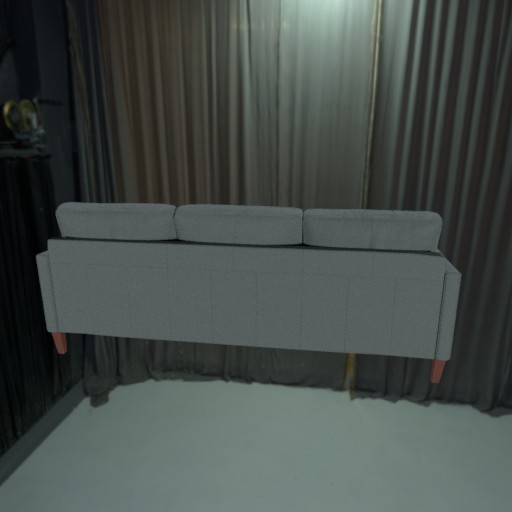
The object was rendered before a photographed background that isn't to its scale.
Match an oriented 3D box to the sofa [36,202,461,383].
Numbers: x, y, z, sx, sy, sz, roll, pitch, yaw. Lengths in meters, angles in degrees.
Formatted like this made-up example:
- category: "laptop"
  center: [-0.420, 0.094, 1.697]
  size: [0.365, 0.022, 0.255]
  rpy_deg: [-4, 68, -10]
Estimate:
- category: "sofa"
  center: [0.000, 0.000, 2.970]
  size: [2.178, 0.876, 1.506]
  rpy_deg: [2, 16, 8]
